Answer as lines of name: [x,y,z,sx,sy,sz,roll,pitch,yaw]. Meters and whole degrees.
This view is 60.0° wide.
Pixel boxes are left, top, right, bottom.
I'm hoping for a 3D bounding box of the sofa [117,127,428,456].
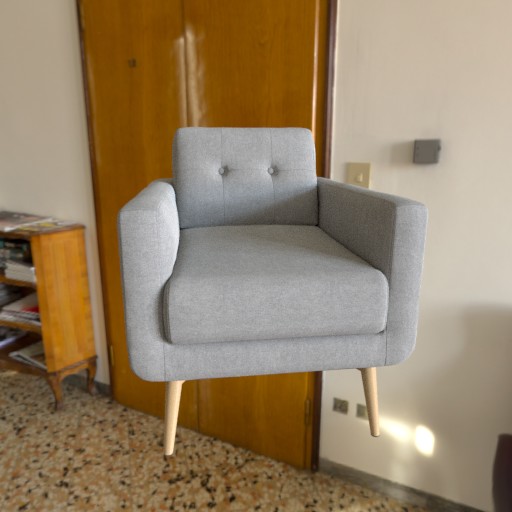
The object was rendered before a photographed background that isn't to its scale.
sofa: [0.000,0.000,1.503,0.770,0.860,0.920,-2,14,-8]
